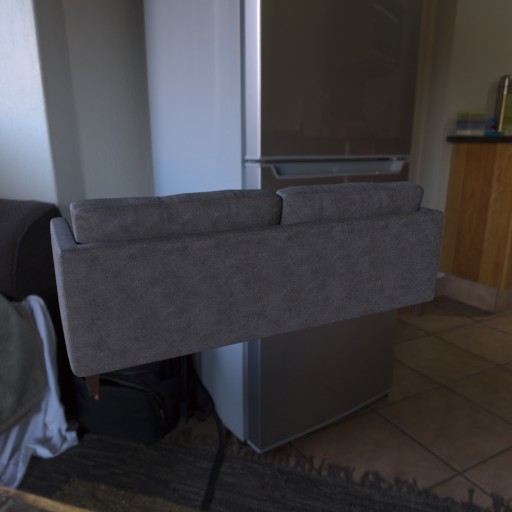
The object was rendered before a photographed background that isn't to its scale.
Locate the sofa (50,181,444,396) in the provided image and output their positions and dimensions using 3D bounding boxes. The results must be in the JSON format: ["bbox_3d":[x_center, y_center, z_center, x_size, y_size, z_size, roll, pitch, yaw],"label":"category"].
[{"bbox_3d":[0.000,0.000,2.954,2.434,0.965,0.951,-7,17,-25],"label":"sofa"}]
